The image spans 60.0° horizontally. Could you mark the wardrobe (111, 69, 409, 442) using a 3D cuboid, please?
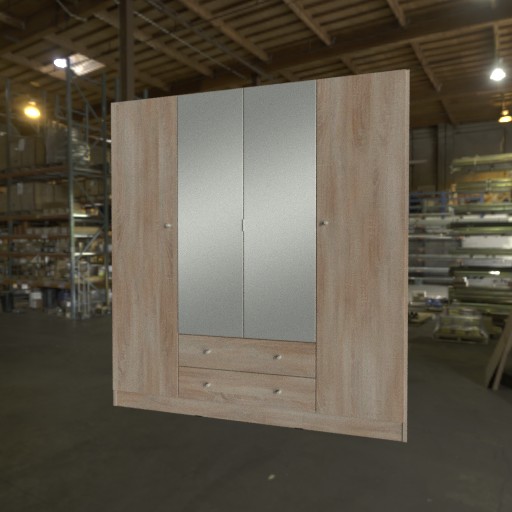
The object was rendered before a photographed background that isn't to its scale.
[{"bbox_3d":[0.000,0.000,3.096,1.998,2.159,0.598,0,1,17],"label":"wardrobe"}]
